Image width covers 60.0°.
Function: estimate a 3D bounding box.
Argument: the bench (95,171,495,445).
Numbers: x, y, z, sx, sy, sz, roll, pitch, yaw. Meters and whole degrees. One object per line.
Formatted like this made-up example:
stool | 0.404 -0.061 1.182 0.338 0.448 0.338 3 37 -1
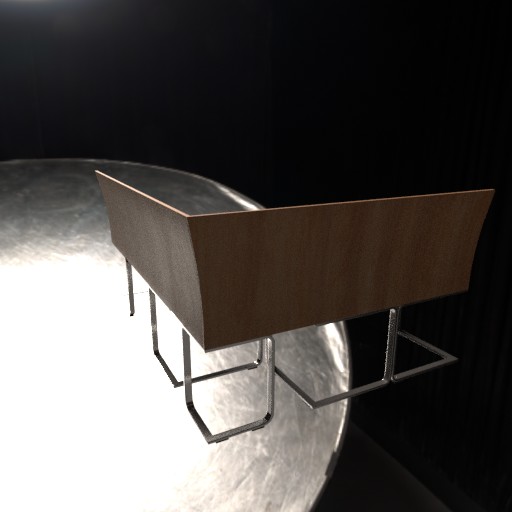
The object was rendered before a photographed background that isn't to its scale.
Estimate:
bench | 0.000 0.000 2.681 1.495 0.930 1.945 -8 17 -26
